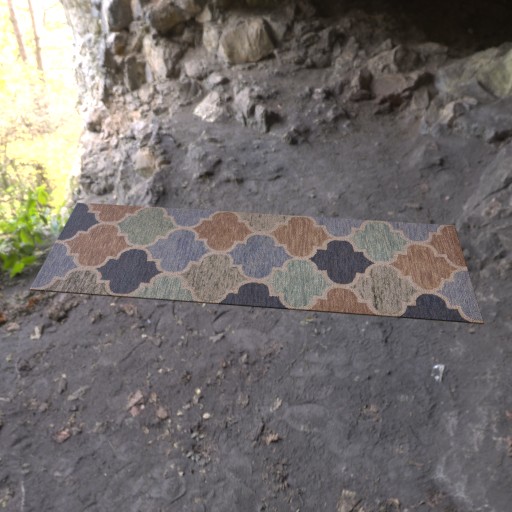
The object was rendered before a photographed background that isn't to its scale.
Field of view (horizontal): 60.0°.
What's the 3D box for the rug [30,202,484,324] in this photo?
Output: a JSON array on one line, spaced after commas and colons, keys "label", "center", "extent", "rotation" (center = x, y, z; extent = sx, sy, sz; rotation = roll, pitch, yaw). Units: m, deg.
[{"label": "rug", "center": [0.000, 0.000, 2.447], "extent": [2.287, 0.011, 0.687], "rotation": [4, 48, 3]}]
